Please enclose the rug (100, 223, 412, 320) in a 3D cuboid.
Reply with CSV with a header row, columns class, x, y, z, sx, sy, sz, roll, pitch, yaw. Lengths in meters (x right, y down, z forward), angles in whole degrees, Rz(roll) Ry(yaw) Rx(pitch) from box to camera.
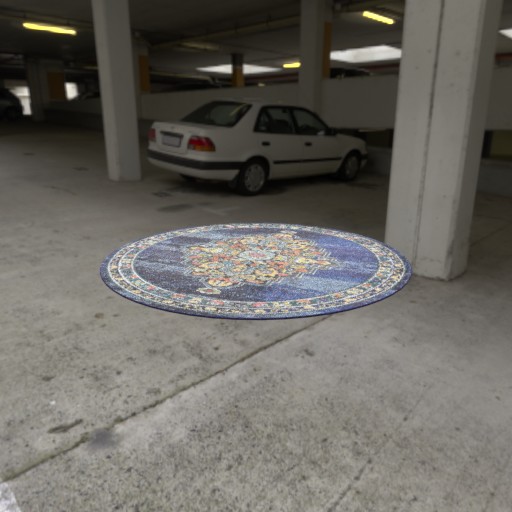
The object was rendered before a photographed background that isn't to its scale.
class,x,y,z,sx,sy,sz,roll,pitch,yaw
rug,0.000,0.000,2.383,1.591,0.010,1.591,0,17,0
